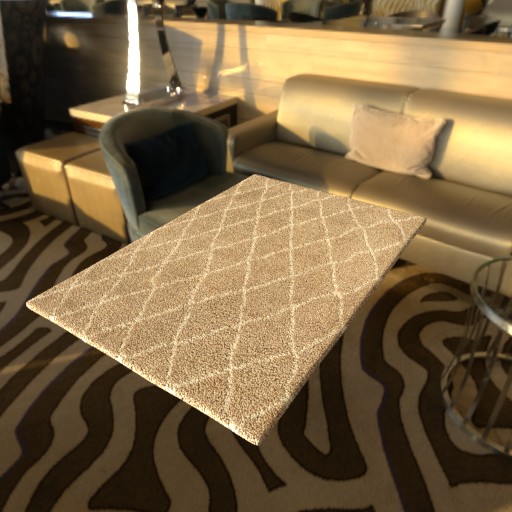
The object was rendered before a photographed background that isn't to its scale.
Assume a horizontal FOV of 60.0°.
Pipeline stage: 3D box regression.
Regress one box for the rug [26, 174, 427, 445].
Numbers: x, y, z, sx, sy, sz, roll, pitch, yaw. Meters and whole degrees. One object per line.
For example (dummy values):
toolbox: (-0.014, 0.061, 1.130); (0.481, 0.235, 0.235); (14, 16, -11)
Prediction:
rug: (0.000, 0.000, 2.256); (1.219, 0.030, 1.778); (20, 37, 28)
